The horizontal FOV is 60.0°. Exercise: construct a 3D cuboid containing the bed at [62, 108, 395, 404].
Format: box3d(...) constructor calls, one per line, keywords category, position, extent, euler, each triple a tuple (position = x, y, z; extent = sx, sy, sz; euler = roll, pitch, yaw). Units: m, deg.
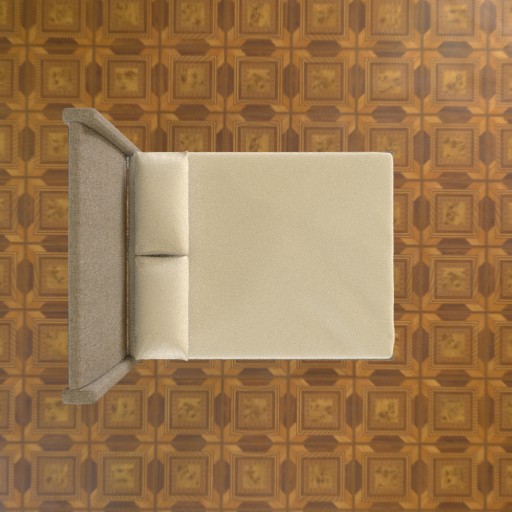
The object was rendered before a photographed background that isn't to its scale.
box3d(category="bed", position=(0.000, 0.000, 3.285), extent=(2.245, 1.481, 1.714), euler=(0, 90, 0))
